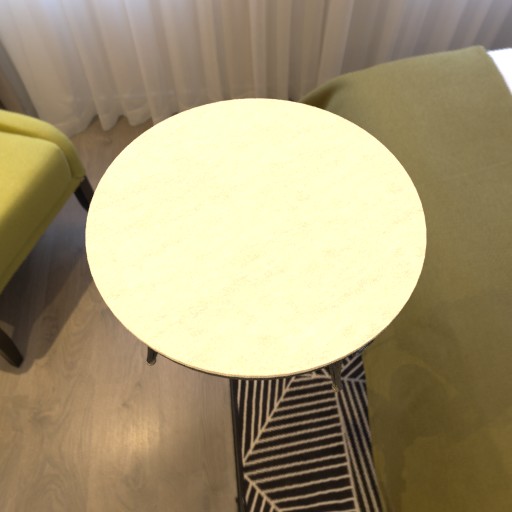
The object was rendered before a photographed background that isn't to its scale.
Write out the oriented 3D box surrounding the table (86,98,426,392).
[{"bbox_3d":[0.000,0.000,1.378,0.889,0.470,0.889,0,58,0],"label":"table"}]
